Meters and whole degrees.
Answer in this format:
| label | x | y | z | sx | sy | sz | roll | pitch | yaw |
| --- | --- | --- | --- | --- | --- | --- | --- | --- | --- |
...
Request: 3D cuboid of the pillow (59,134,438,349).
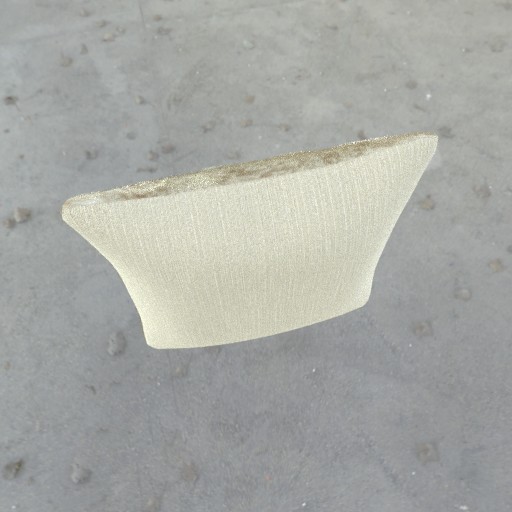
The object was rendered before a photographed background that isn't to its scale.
| label | x | y | z | sx | sy | sz | roll | pitch | yaw |
| --- | --- | --- | --- | --- | --- | --- | --- | --- | --- |
| pillow | 0.000 | 0.000 | 0.821 | 0.538 | 0.525 | 0.216 | -11 | 59 | -7 |
